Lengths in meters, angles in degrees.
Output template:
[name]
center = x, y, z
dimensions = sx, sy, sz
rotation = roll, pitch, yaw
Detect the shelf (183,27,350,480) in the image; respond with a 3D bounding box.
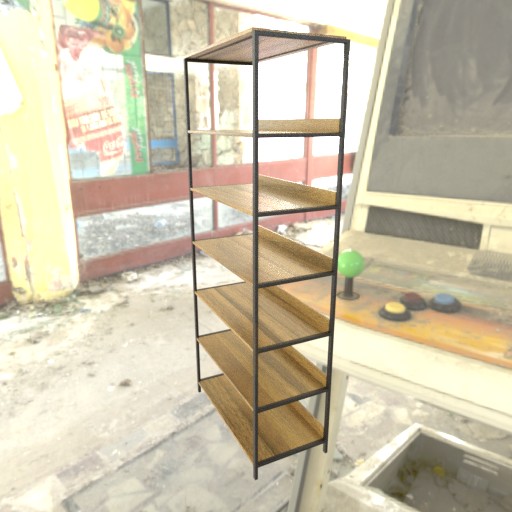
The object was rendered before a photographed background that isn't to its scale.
[shelf]
center = 0.000, 0.000, 2.339
dimensions = 0.431, 2.015, 0.847
rotation = -8, 19, -25
